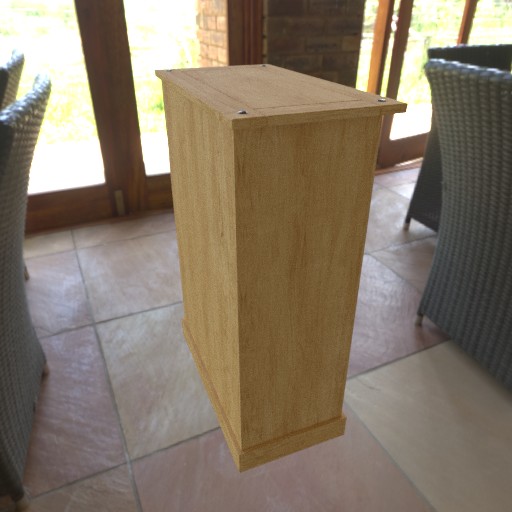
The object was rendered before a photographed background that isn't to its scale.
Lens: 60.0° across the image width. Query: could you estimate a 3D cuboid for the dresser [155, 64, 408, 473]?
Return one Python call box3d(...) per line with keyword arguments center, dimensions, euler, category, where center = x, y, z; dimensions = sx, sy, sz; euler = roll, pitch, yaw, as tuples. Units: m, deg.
box3d(center=(0.000, 0.000, 1.759), dimensions=(0.485, 1.300, 0.915), euler=(-11, 32, -19), category="dresser")
